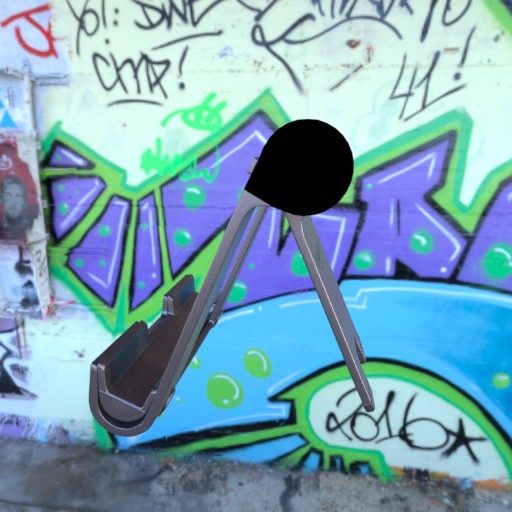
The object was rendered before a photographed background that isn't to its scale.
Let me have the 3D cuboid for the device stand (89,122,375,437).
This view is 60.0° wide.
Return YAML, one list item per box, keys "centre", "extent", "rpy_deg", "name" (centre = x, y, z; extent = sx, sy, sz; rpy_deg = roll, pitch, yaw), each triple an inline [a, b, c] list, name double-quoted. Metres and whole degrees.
- centre: [0.000, 0.000, 0.149]
  extent: [0.079, 0.084, 0.088]
  rpy_deg: [2, 14, 8]
  name: "device stand"
